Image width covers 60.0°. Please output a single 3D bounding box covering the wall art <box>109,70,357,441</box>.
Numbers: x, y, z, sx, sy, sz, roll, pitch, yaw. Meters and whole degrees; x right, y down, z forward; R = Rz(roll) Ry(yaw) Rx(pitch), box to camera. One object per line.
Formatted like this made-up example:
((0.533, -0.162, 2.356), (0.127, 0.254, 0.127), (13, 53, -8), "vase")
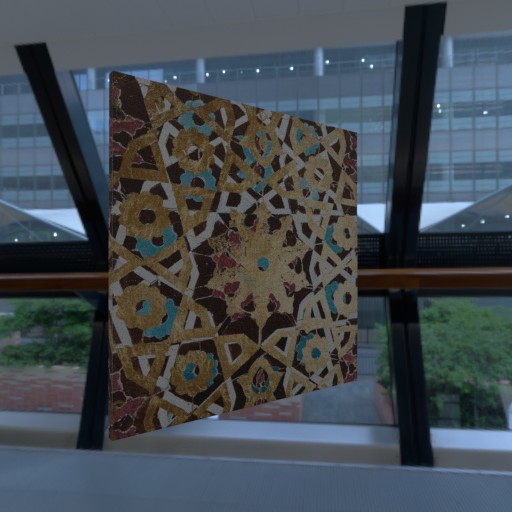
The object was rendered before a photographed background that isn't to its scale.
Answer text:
((0.000, 0.000, 1.148), (0.757, 0.762, 0.028), (0, 0, -37), "wall art")
